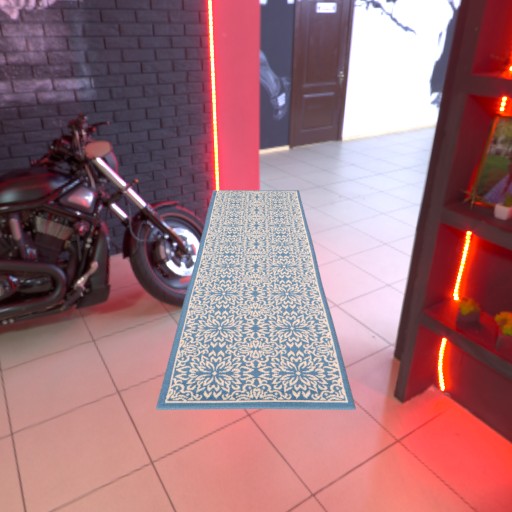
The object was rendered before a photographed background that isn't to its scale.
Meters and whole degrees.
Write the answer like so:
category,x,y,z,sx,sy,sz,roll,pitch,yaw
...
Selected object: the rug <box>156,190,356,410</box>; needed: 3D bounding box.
category,x,y,z,sx,sy,sz,roll,pitch,yaw
rug,0.000,0.000,2.438,0.662,0.011,2.196,0,27,0
